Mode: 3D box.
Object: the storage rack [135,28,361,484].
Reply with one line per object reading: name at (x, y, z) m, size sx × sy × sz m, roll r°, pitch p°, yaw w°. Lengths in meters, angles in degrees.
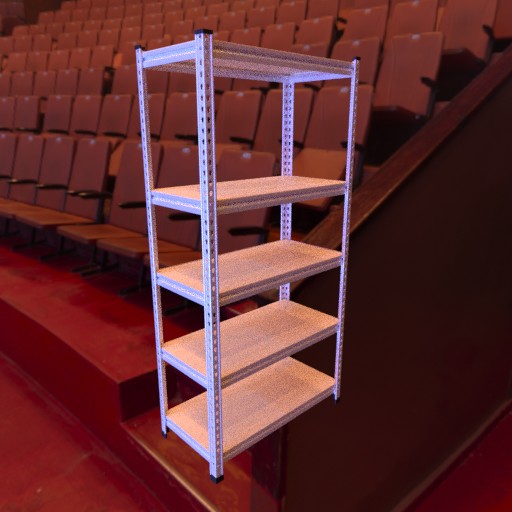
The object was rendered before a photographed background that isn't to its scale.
storage rack at (0.000, 0.000, 2.164) m, size 0.914 × 1.829 × 0.457 m, roll -15°, pitch 22°, yaw -41°
